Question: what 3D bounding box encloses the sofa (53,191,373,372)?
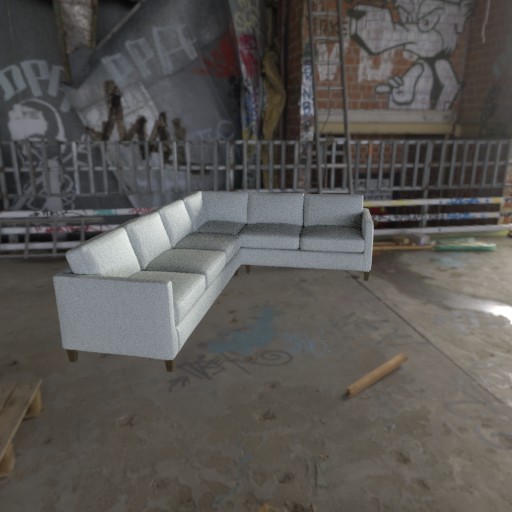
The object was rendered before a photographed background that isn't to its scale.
[{"bbox_3d":[0.000,0.000,4.661,2.522,0.934,3.333,3,17,10],"label":"sofa"}]
